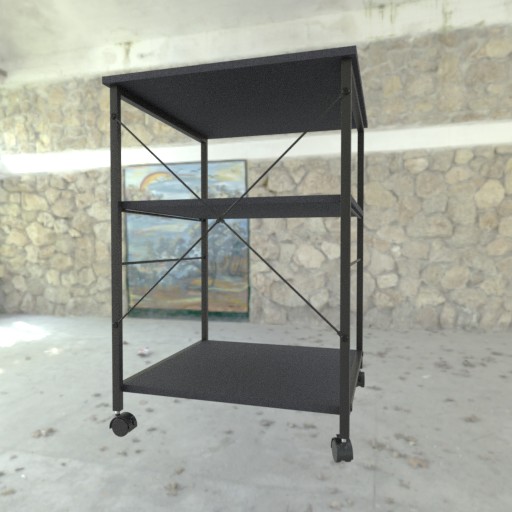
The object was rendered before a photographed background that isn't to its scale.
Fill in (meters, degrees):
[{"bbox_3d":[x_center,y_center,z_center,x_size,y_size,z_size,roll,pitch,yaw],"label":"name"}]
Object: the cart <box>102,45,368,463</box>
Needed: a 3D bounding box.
[{"bbox_3d":[0.000,0.000,1.115,0.521,0.762,0.520,0,2,16],"label":"cart"}]
